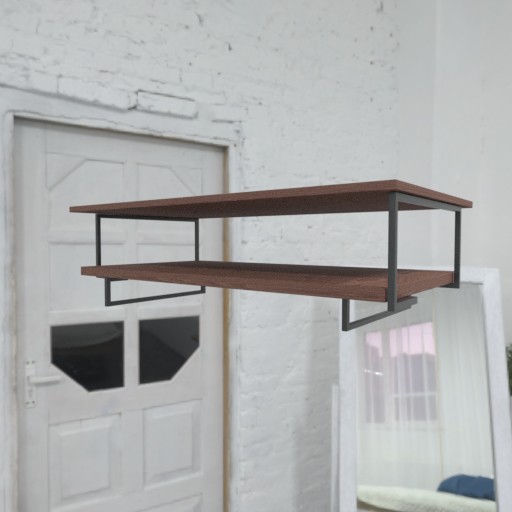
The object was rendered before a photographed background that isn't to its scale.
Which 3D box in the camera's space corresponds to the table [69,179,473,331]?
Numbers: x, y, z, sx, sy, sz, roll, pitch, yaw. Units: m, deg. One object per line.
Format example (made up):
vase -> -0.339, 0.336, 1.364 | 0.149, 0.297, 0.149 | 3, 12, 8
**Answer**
table -> 0.000, 0.000, 1.491 | 1.197, 0.347, 0.651 | 2, 3, 38
